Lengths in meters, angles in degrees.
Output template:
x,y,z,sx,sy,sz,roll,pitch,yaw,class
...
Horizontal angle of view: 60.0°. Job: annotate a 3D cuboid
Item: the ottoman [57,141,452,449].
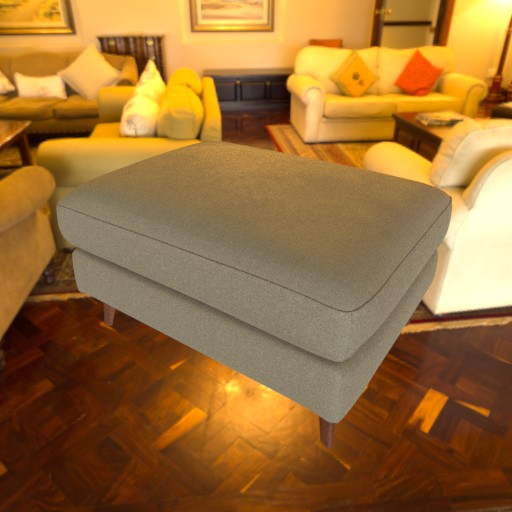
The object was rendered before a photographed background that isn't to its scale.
x,y,z,sx,sy,sz,roll,pitch,yaw,class
0.000,0.000,1.148,0.811,0.449,0.608,19,35,30,ottoman
